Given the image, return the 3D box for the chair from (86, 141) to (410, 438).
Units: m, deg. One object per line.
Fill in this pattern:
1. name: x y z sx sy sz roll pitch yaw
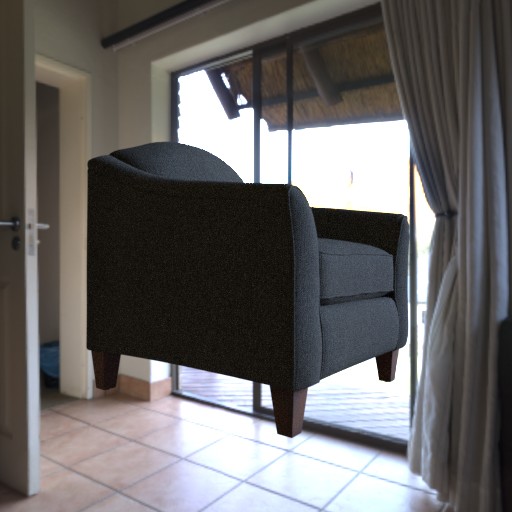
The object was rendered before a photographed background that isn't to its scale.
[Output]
1. chair: 0.000 0.000 1.450 0.787 0.839 0.763 -1 -2 37
